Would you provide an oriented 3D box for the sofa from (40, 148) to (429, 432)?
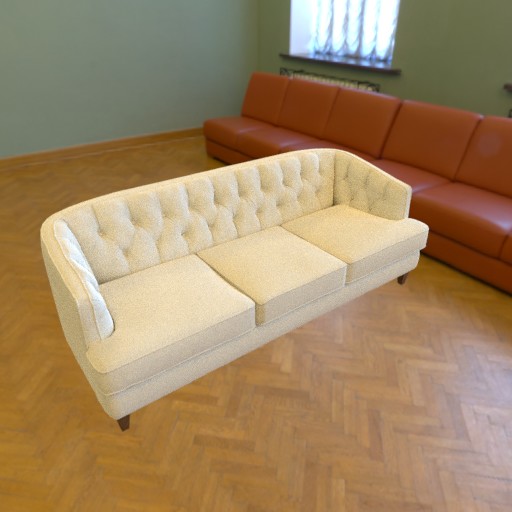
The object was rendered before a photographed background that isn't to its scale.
[{"bbox_3d":[0.000,0.000,2.707,2.278,0.855,0.941,-20,36,-31],"label":"sofa"}]
